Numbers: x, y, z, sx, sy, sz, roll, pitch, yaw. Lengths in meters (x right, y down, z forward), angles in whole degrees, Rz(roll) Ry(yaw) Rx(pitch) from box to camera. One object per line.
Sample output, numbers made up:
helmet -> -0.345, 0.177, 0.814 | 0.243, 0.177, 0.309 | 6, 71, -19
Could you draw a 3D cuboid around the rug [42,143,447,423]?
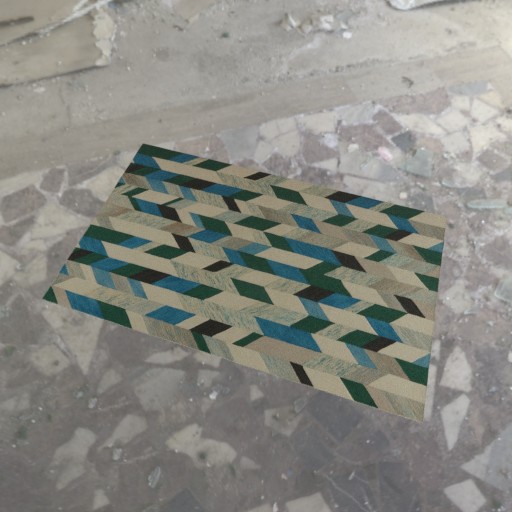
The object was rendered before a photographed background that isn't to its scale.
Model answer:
rug -> 0.000, 0.000, 3.033 | 2.433, 0.007, 1.507 | 15, 59, 10
